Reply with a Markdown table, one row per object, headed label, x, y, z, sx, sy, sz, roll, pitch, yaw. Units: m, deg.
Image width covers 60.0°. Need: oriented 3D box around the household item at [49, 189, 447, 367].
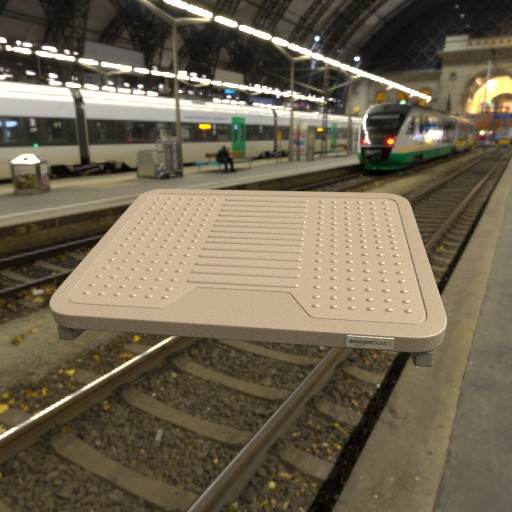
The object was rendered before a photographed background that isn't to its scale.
| label | x | y | z | sx | sy | sz | roll | pitch | yaw |
| --- | --- | --- | --- | --- | --- | --- | --- | --- | --- |
| household item | 0.000 | 0.000 | 0.543 | 0.390 | 0.126 | 0.301 | 2 | 15 | 9 |
